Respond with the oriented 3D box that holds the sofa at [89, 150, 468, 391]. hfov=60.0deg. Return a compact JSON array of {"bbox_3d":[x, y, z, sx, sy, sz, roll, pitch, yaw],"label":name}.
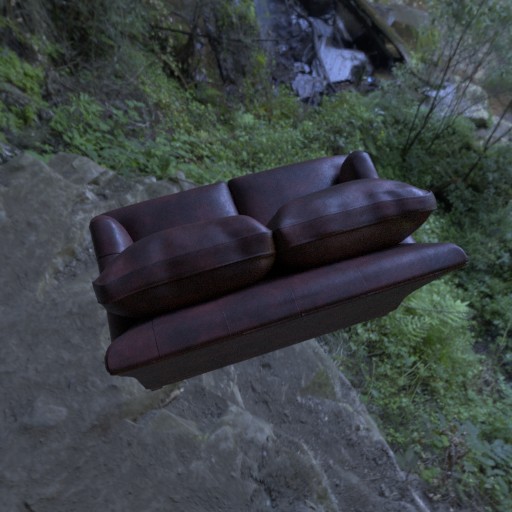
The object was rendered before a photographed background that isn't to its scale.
[{"bbox_3d":[0.000,0.000,2.373,1.628,1.070,1.148,-16,60,-9],"label":"sofa"}]
